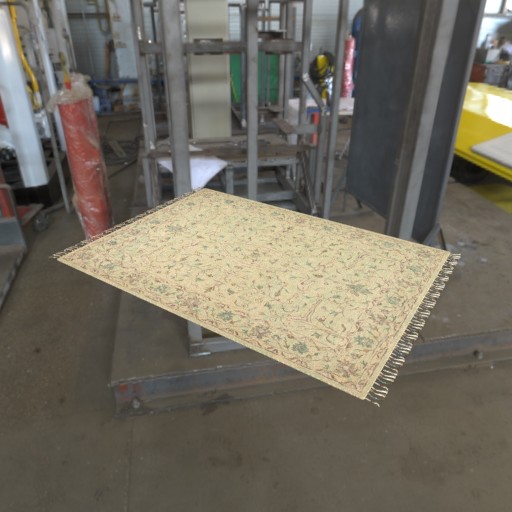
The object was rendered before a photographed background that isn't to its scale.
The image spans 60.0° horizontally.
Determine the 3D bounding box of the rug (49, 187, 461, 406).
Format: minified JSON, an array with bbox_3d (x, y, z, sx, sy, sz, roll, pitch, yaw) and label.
[{"bbox_3d":[0.000,0.000,2.342,1.802,0.008,1.247,18,35,29],"label":"rug"}]
